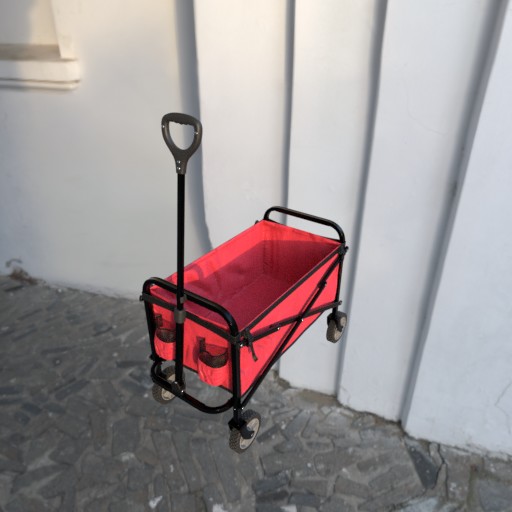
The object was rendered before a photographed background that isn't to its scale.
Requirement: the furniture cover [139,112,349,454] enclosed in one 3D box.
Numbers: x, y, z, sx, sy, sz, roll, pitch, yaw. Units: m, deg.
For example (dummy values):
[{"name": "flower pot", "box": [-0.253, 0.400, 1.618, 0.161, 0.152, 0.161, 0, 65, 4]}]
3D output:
[{"name": "furniture cover", "box": [0.000, 0.000, 1.863, 0.532, 1.295, 1.038, 20, 35, 30]}]
